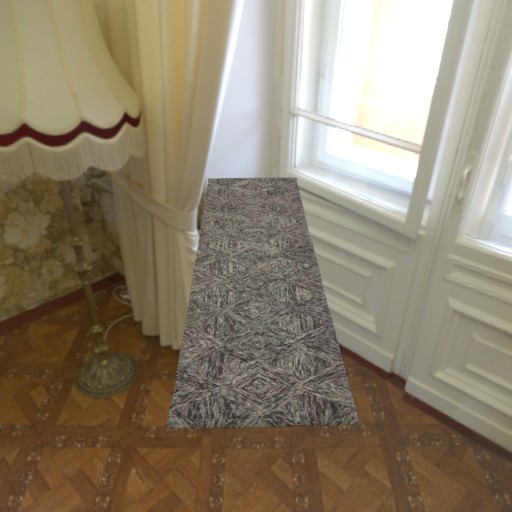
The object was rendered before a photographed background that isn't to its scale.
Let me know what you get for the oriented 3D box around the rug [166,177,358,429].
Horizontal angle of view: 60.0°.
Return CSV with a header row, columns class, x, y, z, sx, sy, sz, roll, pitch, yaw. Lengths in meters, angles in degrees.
class,x,y,z,sx,sy,sz,roll,pitch,yaw
rug,0.000,0.000,2.579,0.719,0.013,2.305,-1,33,-1
